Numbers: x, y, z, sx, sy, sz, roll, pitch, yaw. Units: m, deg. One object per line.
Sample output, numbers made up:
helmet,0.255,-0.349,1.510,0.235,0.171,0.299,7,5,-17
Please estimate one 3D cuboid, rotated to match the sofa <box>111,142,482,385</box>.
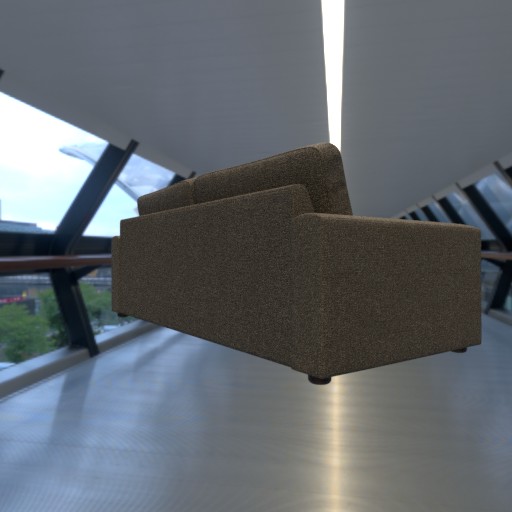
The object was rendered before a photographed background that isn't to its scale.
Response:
sofa,0.000,0.000,2.589,1.016,0.873,2.179,0,0,-35
